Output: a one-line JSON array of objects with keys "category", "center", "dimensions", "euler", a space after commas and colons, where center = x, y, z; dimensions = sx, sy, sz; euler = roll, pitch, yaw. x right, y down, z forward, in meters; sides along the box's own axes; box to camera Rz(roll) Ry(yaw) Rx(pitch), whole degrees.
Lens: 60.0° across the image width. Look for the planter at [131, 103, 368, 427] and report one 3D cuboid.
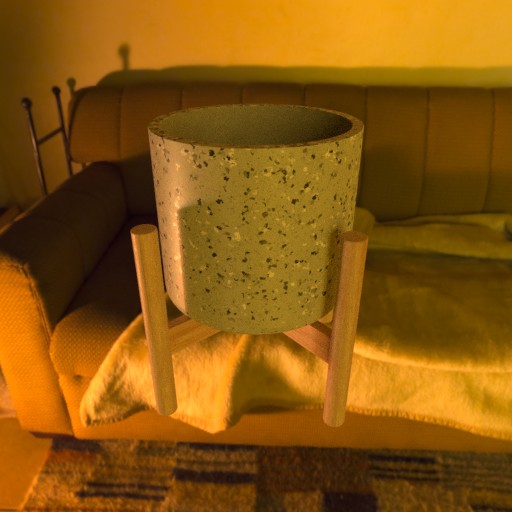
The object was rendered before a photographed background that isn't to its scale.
[{"category": "planter", "center": [0.000, 0.000, 0.540], "dimensions": [0.284, 0.320, 0.284], "euler": [-9, 29, -16]}]
